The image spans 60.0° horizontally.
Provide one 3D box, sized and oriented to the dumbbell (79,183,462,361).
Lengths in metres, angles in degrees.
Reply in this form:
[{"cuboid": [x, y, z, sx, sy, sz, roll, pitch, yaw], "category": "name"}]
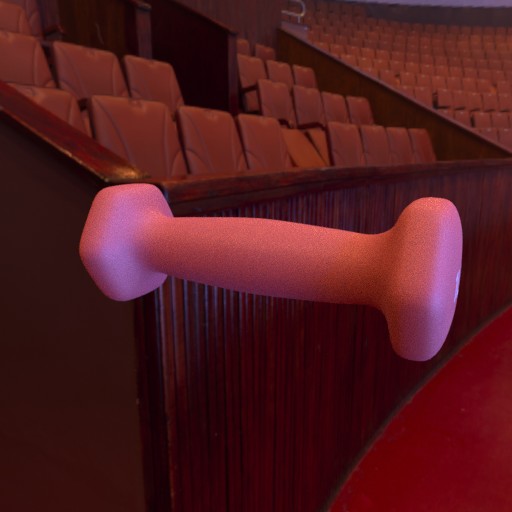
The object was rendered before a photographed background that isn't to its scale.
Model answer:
[{"cuboid": [0.000, 0.000, 0.147, 0.123, 0.043, 0.047, 7, 16, 26], "category": "dumbbell"}]
